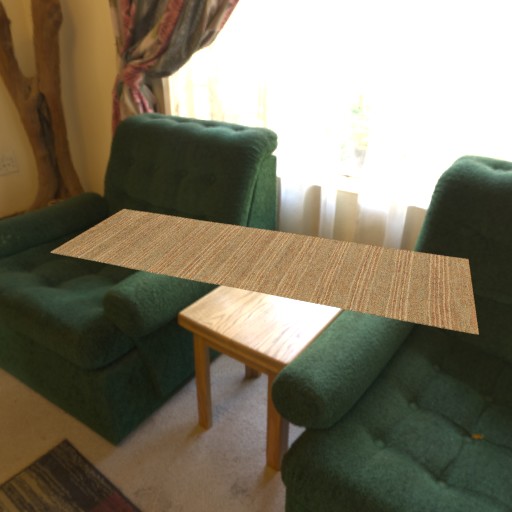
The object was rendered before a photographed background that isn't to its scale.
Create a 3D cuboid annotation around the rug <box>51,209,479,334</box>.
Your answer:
[{"bbox_3d":[0.000,0.000,2.712,2.438,0.006,0.783,9,29,17],"label":"rug"}]
